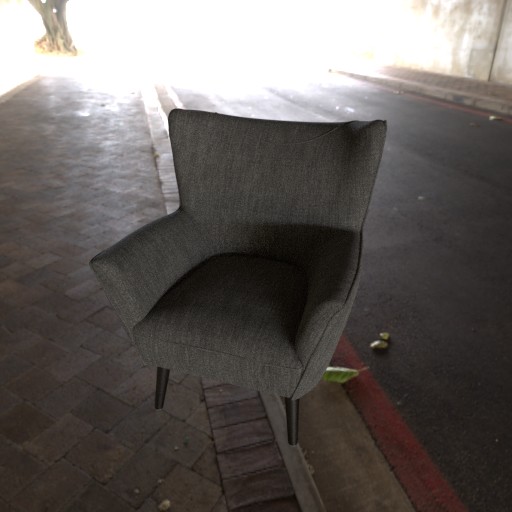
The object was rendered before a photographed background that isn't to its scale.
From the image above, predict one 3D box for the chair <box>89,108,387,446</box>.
[{"bbox_3d":[0.000,0.000,1.595,0.781,0.933,0.888,9,29,16],"label":"chair"}]
